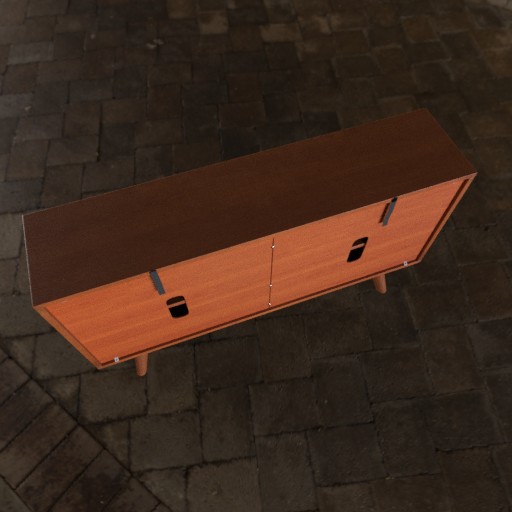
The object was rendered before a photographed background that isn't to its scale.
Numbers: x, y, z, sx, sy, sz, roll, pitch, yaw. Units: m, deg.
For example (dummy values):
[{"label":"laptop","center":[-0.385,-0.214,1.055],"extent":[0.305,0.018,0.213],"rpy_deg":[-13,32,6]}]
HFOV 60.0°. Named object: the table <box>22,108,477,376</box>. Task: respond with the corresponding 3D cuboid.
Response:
[{"label":"table","center":[0.000,0.000,1.512],"extent":[1.220,0.698,0.308],"rpy_deg":[-17,61,-10]}]
